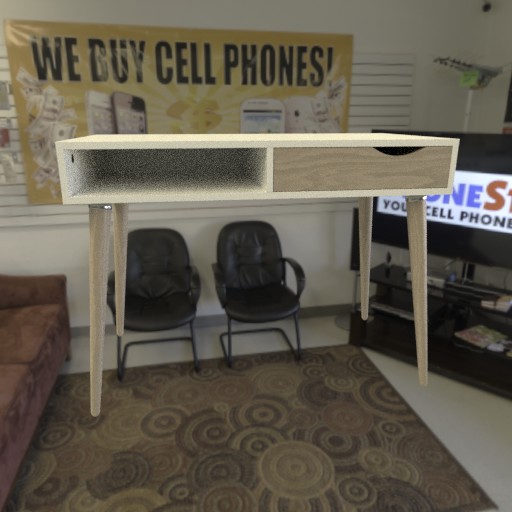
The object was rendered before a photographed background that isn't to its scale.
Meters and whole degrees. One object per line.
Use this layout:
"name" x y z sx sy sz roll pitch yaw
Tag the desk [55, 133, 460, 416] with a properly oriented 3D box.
"desk" 0.000 0.000 1.389 0.979 0.723 0.491 -3 17 -8
